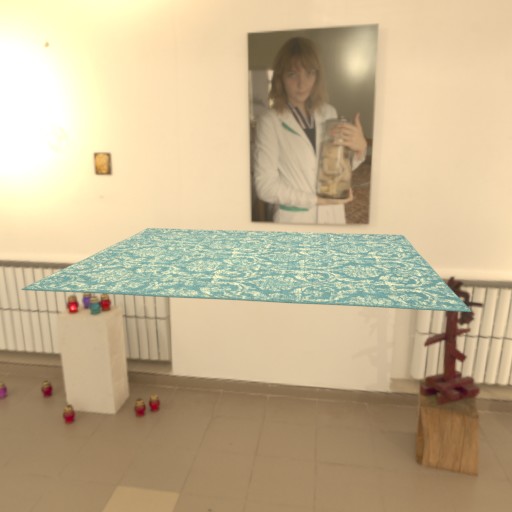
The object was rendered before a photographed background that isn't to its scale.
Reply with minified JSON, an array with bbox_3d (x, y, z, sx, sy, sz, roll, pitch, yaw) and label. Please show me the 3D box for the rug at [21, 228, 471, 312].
[{"bbox_3d":[0.000,0.000,4.025,2.980,0.012,2.363,2,14,8],"label":"rug"}]
